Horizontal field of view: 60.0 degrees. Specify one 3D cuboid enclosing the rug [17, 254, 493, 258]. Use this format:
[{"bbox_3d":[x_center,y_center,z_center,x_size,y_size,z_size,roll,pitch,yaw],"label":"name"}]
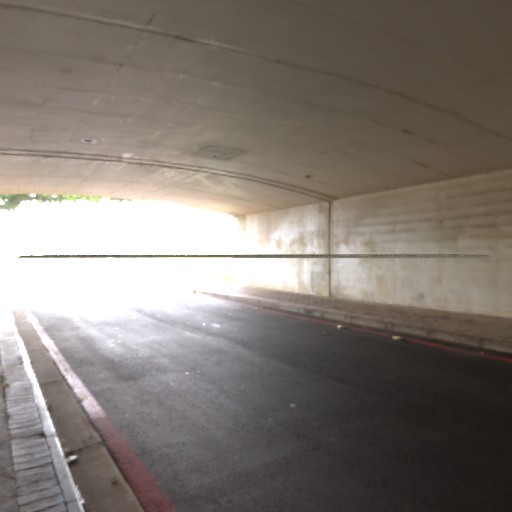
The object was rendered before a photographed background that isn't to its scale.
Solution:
[{"bbox_3d":[0.000,0.000,3.716,2.901,0.026,2.043,0,0,1],"label":"rug"}]
